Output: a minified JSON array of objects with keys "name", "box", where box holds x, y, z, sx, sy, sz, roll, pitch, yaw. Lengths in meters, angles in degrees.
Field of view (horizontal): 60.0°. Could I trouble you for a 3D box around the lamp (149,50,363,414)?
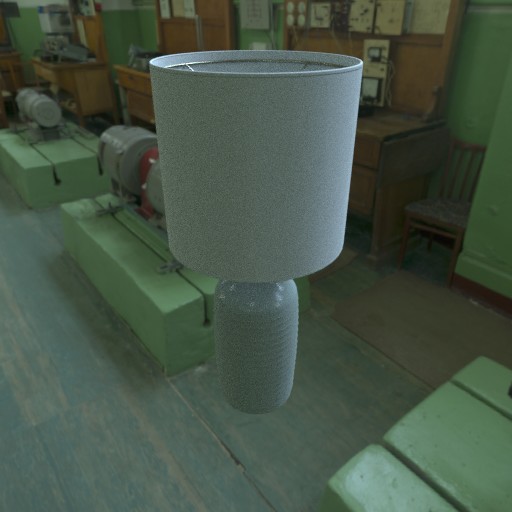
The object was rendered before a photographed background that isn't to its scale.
[{"name":"lamp","box":[0.000,0.000,0.583,0.220,0.475,0.220,-22,36,-33]}]
